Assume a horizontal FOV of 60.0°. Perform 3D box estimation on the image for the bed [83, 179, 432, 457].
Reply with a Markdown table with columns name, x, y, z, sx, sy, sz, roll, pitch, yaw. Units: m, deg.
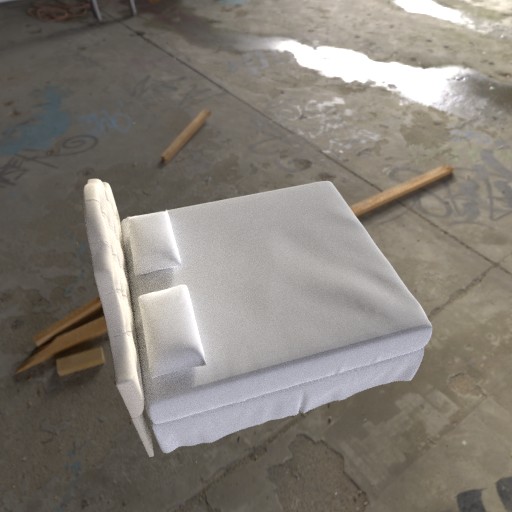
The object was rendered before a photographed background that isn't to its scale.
| name | x | y | z | sx | sy | sz | roll | pitch | yaw |
| --- | --- | --- | --- | --- | --- | --- | --- | --- | --- |
| bed | 0.000 | 0.000 | 3.512 | 2.214 | 1.615 | 2.008 | -12 | 47 | -12 |
